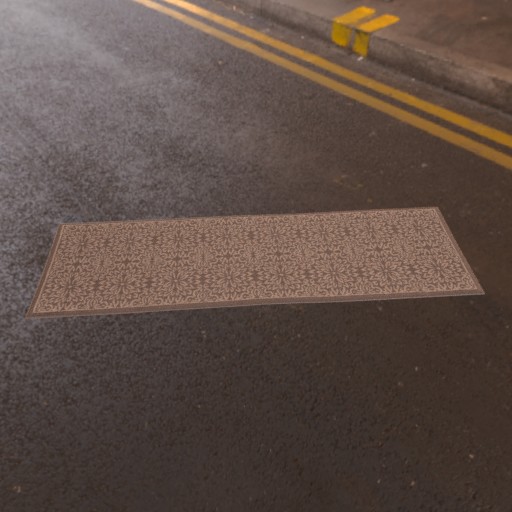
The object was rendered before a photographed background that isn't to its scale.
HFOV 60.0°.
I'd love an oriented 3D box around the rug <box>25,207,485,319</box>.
[{"bbox_3d":[0.000,0.000,2.339,2.196,0.011,0.662,-3,46,-3],"label":"rug"}]
